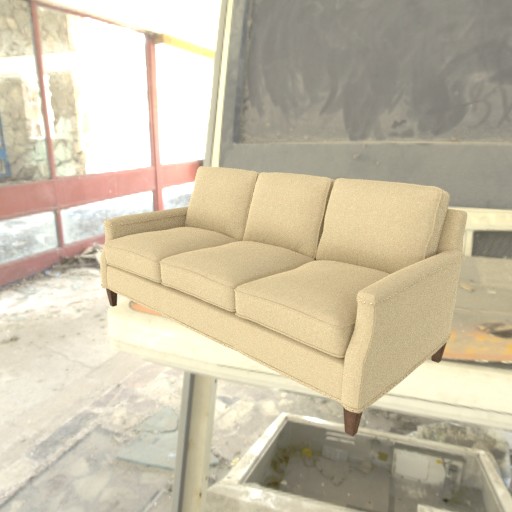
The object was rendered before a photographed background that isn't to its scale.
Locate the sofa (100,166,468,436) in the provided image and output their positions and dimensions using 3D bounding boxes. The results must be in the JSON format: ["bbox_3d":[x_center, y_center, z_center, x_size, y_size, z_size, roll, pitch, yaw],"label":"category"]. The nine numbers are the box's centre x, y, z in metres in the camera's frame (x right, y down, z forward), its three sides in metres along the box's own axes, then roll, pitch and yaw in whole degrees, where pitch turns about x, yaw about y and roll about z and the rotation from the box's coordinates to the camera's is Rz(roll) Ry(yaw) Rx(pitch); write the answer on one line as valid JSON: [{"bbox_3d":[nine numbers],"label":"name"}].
[{"bbox_3d":[0.000,0.000,2.844,2.246,1.003,1.084,15,22,42],"label":"sofa"}]
